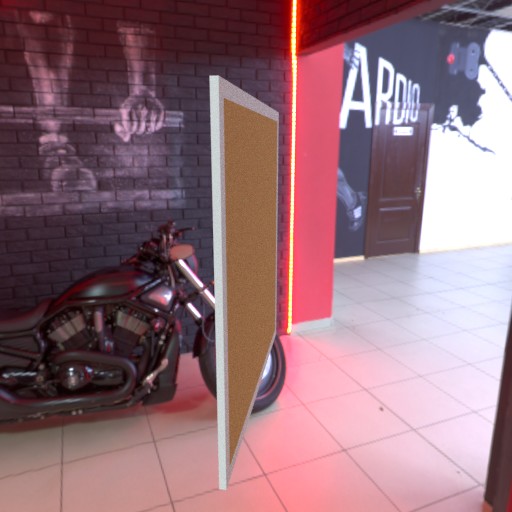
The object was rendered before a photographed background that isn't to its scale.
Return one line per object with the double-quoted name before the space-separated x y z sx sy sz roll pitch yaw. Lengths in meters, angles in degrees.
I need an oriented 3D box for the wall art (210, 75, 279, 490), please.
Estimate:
"wall art" 0.000 0.000 0.686 0.009 0.457 0.456 2 14 10
